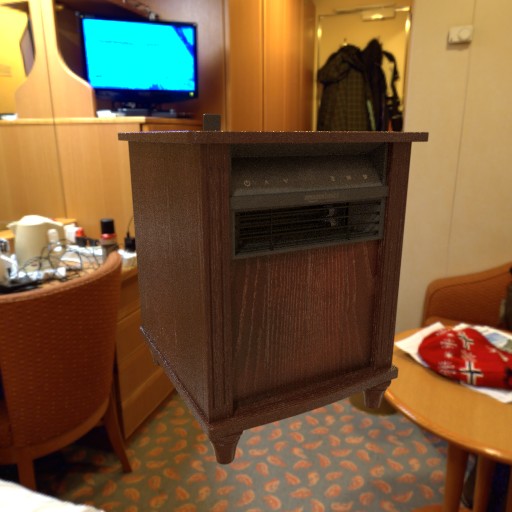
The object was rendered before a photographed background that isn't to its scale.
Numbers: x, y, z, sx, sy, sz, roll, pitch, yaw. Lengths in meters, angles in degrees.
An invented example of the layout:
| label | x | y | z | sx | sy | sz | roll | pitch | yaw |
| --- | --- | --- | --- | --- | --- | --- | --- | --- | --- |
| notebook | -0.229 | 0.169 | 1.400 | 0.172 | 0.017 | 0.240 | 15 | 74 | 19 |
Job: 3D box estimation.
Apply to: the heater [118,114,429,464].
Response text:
| label | x | y | z | sx | sy | sz | roll | pitch | yaw |
| --- | --- | --- | --- | --- | --- | --- | --- | --- | --- |
| heater | 0.000 | 0.000 | 0.765 | 0.362 | 0.481 | 0.400 | -8 | 17 | -27 |
